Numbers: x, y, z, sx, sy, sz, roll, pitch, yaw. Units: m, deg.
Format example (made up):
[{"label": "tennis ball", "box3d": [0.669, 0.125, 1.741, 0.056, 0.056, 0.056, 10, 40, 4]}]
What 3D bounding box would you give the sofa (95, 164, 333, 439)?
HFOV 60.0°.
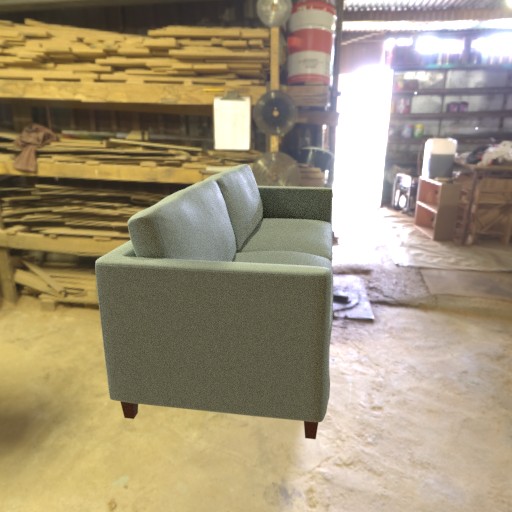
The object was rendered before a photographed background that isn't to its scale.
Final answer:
[{"label": "sofa", "box3d": [0.000, 0.000, 2.753, 0.951, 0.965, 2.208, 3, 17, 9]}]
